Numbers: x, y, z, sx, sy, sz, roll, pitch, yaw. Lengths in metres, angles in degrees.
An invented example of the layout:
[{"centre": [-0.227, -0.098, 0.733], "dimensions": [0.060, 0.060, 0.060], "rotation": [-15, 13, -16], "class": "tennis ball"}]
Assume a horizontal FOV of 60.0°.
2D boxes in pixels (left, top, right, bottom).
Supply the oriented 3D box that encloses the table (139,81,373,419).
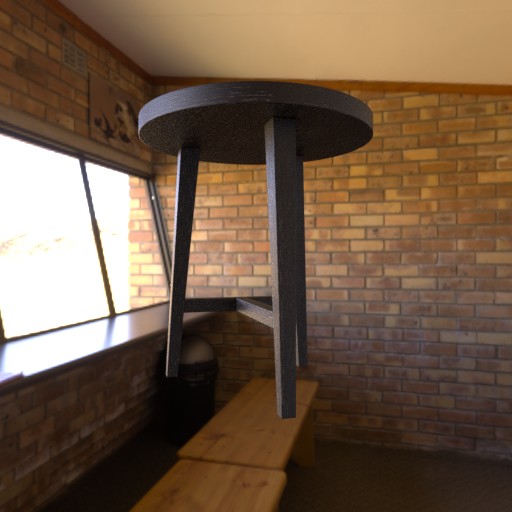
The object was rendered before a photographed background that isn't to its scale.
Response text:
[{"centre": [0.000, 0.000, 0.780], "dimensions": [0.399, 0.460, 0.399], "rotation": [0, 0, 0], "class": "table"}]
